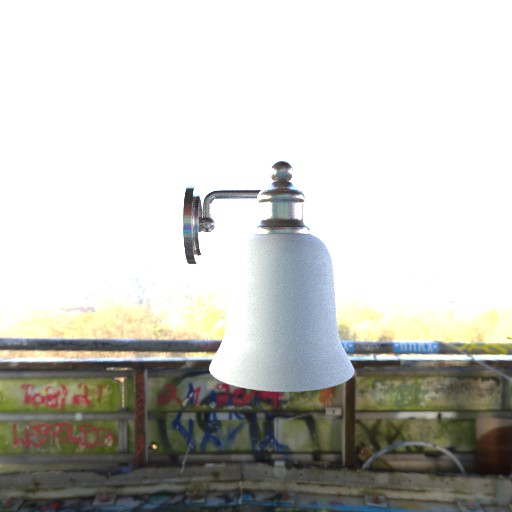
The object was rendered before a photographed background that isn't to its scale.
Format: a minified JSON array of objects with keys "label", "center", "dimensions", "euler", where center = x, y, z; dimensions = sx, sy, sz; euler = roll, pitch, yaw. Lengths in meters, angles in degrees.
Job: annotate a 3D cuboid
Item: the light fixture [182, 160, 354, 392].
[{"label":"light fixture","center":[0.000,0.000,0.658],"dimensions":[0.198,0.211,0.570],"euler":[0,2,0]}]
